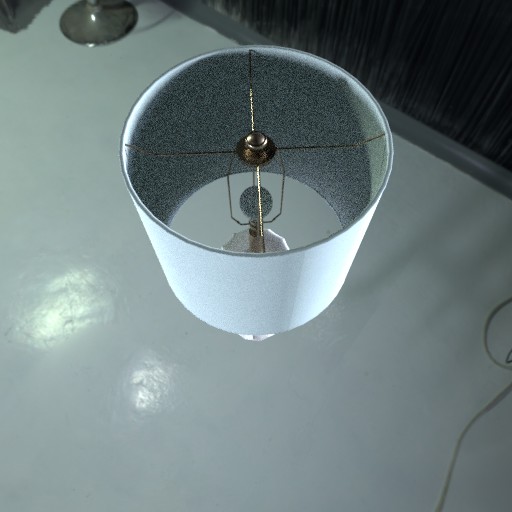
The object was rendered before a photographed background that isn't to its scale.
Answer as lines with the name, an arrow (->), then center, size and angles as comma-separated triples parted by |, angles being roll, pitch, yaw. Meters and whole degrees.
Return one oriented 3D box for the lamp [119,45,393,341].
lamp -> 0.000, 0.000, 0.688 | 0.277, 0.534, 0.277 | 32, 67, 15
